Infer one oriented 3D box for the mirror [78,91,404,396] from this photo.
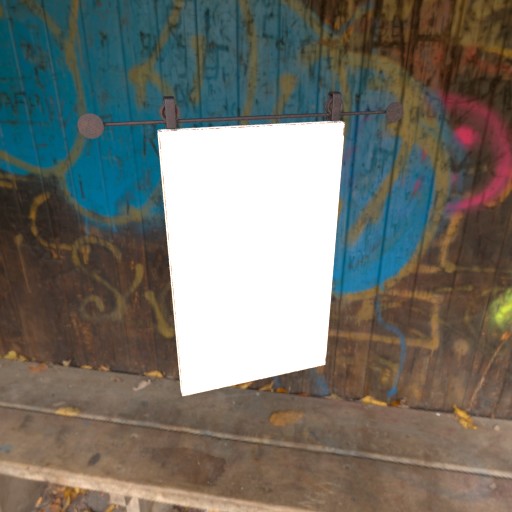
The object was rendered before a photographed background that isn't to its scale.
[{"bbox_3d":[0.000,0.000,1.224,0.808,0.844,0.037,-8,26,-17],"label":"mirror"}]
